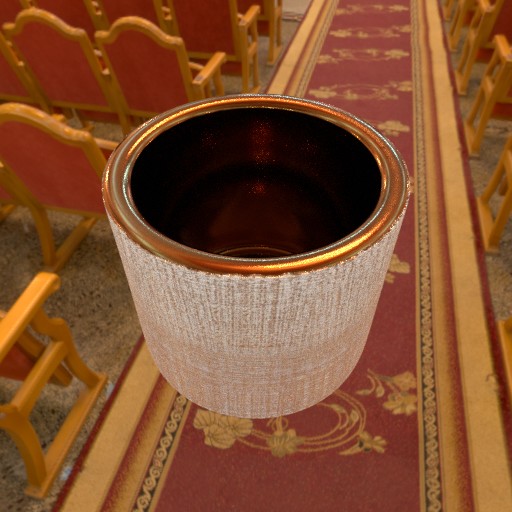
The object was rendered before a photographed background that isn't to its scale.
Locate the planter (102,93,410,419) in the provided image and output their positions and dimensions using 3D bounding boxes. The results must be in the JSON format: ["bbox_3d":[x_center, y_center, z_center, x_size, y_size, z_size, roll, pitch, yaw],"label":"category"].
[{"bbox_3d":[0.000,0.000,0.312,0.177,0.157,0.177,0,46,0],"label":"planter"}]
